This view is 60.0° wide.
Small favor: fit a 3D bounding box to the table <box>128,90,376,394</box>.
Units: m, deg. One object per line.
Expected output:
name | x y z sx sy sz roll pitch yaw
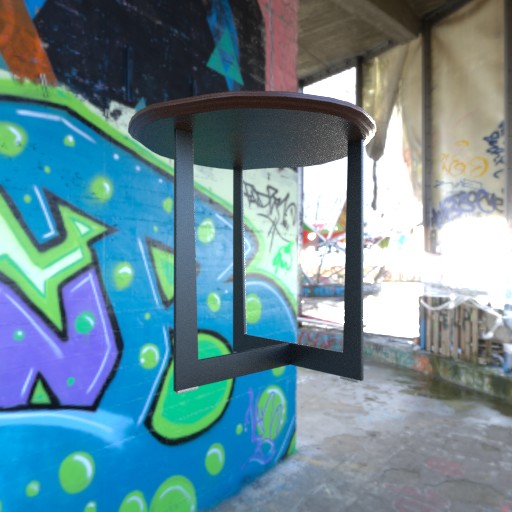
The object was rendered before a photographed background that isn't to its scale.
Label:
table | 0.000 0.000 0.881 0.477 0.476 0.494 0 -1 36
